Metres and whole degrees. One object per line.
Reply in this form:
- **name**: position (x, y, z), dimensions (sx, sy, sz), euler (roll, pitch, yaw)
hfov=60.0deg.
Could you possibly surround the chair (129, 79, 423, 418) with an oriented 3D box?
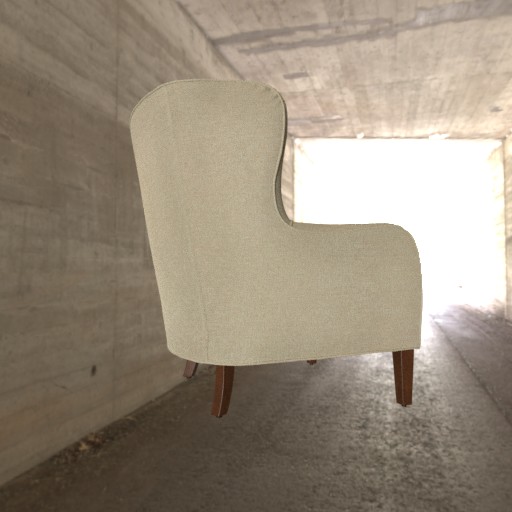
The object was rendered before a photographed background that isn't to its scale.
- **chair**: position (0.000, 0.000, 1.740), dimensions (0.966, 1.040, 0.838), euler (1, -2, -18)
